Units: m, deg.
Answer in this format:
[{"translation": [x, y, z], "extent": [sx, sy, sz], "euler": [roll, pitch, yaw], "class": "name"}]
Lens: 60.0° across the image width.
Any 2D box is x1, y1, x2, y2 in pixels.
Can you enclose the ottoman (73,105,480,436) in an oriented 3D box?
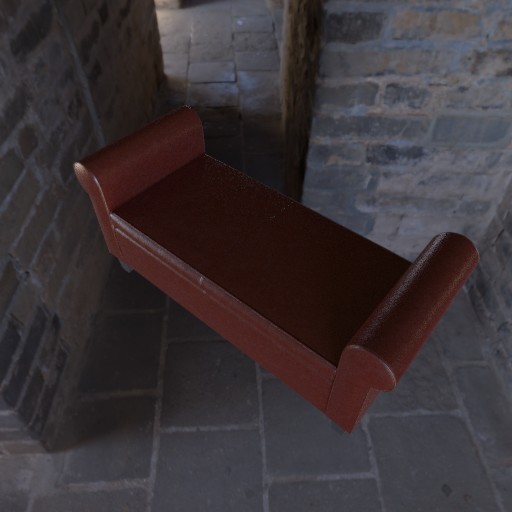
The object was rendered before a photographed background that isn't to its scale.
[{"translation": [0.000, 0.000, 1.572], "extent": [1.256, 0.547, 0.521], "euler": [32, 55, 26], "class": "ottoman"}]
